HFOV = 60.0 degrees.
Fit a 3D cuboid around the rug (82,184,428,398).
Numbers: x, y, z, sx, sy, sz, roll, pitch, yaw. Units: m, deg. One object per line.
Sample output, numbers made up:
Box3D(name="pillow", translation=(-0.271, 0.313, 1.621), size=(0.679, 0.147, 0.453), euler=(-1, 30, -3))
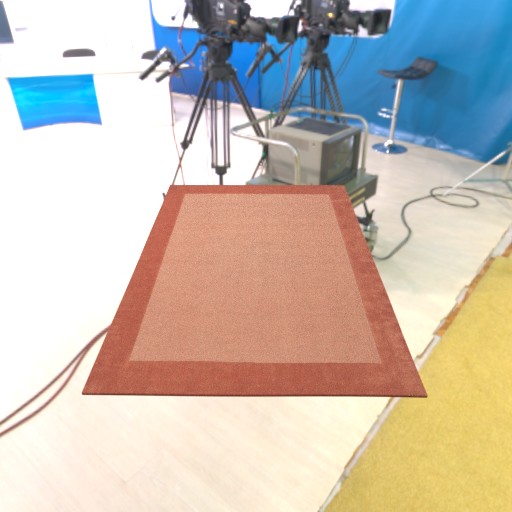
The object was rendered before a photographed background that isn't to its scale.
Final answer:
Box3D(name="rug", translation=(0.000, 0.000, 2.328), size=(1.219, 0.014, 1.829), euler=(0, 33, 0))
